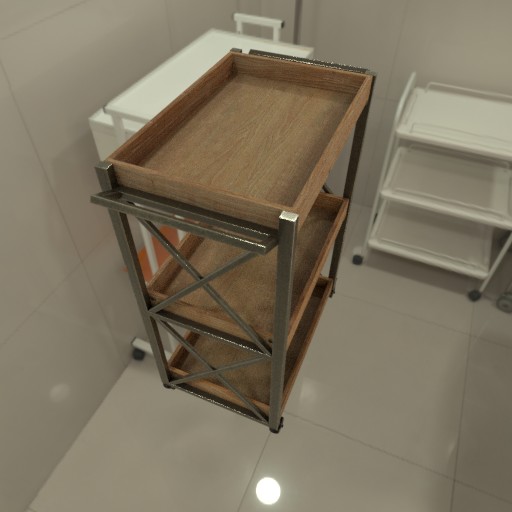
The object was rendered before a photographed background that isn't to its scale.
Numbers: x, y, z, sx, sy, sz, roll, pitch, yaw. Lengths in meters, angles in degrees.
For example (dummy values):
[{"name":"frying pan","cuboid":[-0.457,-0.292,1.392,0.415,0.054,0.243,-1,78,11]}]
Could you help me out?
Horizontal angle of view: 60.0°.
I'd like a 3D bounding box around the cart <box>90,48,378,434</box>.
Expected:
[{"name":"cart","cuboid":[0.000,0.000,1.193,0.377,0.835,0.673,17,49,16]}]
